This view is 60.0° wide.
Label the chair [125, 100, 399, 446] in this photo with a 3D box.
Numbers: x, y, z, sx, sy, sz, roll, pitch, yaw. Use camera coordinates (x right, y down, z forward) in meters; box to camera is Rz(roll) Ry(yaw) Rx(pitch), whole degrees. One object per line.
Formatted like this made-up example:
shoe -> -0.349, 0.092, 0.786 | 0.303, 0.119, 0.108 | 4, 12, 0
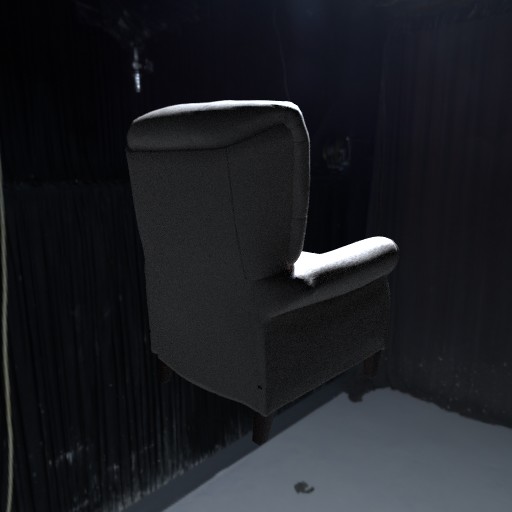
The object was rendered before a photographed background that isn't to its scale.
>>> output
chair -> 0.000, 0.000, 1.936 | 1.025, 1.209, 0.942 | -12, 17, -43
